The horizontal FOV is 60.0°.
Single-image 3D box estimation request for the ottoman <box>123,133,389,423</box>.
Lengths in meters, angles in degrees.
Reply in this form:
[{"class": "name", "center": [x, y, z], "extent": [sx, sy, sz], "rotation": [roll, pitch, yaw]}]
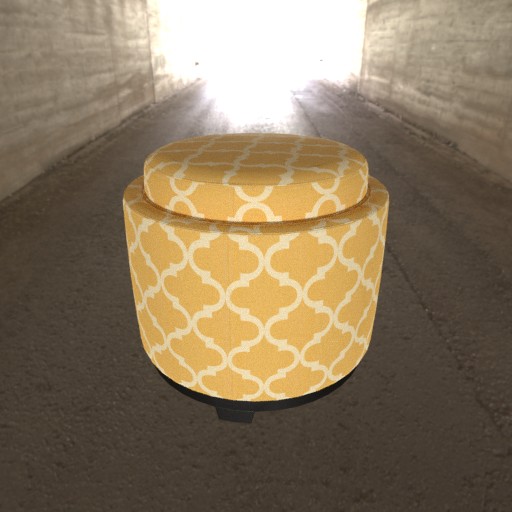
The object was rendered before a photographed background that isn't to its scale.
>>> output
[{"class": "ottoman", "center": [0.000, 0.000, 0.874], "extent": [0.480, 0.429, 0.480], "rotation": [0, 25, 0]}]
